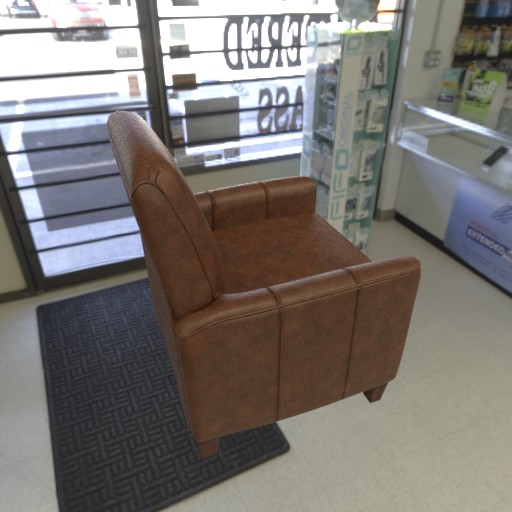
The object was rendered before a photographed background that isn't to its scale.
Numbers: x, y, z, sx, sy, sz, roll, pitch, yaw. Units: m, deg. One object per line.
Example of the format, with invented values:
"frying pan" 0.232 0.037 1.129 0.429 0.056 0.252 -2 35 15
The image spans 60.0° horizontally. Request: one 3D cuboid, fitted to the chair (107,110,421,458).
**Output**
"chair" 0.000 0.000 1.600 0.850 1.010 0.839 -11 33 -18
